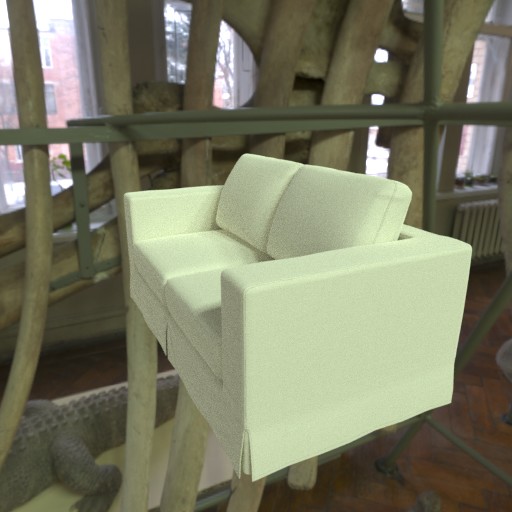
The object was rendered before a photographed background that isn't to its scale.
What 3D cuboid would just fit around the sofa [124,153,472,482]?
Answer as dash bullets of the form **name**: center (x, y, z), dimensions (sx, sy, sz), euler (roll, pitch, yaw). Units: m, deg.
- **sofa**: center (0.000, 0.000, 2.314), dimensions (1.009, 0.932, 1.813), euler (-9, 20, -25)
